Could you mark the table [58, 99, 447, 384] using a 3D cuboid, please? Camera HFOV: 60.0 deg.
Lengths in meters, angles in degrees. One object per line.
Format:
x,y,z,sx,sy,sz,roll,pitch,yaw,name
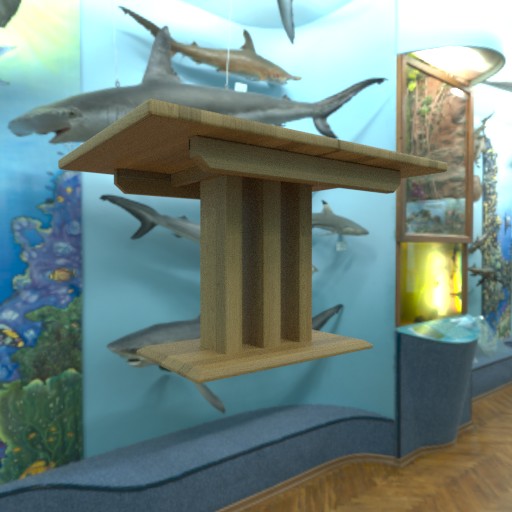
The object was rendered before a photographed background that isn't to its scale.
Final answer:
0.000,0.000,1.798,1.300,0.770,0.900,-1,1,-37,table
